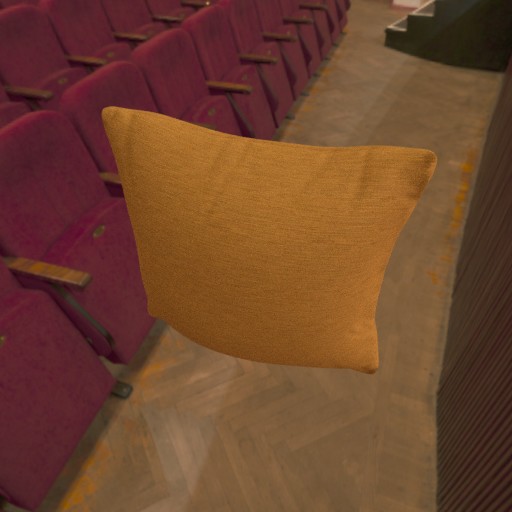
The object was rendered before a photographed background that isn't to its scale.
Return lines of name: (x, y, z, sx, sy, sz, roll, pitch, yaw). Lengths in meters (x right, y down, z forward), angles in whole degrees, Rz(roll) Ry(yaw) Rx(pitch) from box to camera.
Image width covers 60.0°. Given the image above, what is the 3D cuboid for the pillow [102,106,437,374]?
pillow: (0.000, 0.000, 0.677, 0.435, 0.417, 0.247, 12, 42, 14)
